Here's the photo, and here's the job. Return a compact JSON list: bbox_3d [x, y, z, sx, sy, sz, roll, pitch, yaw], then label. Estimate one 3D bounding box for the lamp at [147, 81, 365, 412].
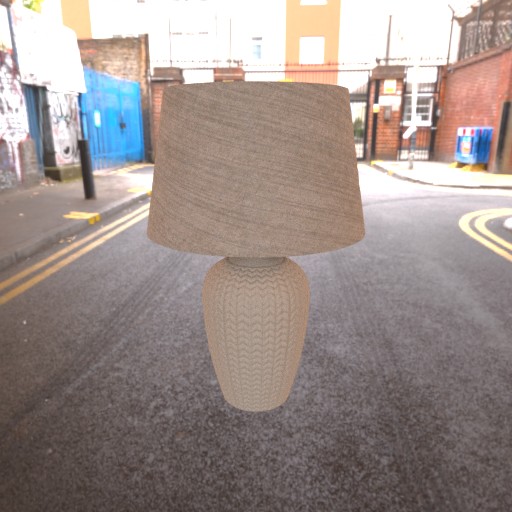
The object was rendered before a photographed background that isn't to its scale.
[{"bbox_3d":[0.000,0.000,0.827,0.390,0.580,0.390,0,16,0],"label":"lamp"}]
